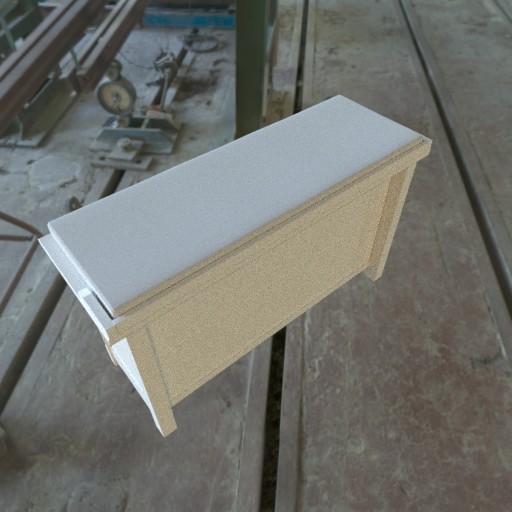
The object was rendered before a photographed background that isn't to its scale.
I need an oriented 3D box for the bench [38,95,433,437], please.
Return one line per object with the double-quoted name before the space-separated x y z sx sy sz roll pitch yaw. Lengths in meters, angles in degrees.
"bench" 0.000 0.000 1.300 0.987 0.589 0.346 -31 54 -26
